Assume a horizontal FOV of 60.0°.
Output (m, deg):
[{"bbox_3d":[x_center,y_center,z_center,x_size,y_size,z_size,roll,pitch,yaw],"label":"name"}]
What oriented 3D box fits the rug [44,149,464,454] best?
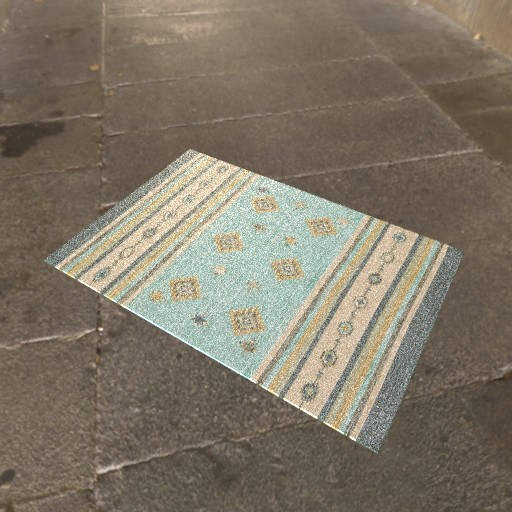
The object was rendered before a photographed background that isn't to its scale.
[{"bbox_3d":[0.000,0.000,2.297,1.811,0.010,1.212,24,51,22],"label":"rug"}]
